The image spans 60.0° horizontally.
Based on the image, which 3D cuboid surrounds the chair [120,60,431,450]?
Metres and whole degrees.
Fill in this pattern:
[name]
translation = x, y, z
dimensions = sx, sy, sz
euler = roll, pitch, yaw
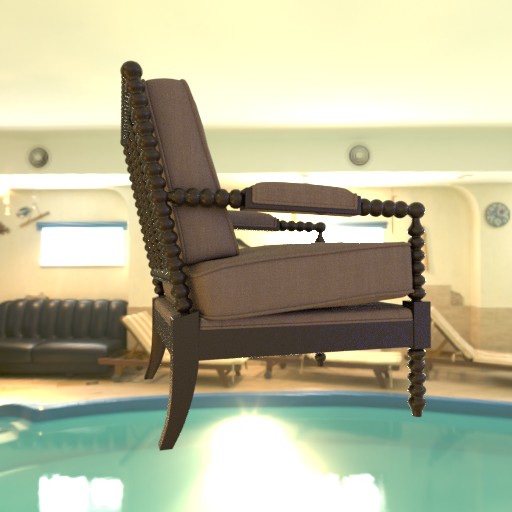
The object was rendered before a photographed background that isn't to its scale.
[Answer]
[chair]
translation = 0.000, 0.000, 1.056
dimensions = 0.622, 0.661, 0.540
euler = 0, -1, -17
